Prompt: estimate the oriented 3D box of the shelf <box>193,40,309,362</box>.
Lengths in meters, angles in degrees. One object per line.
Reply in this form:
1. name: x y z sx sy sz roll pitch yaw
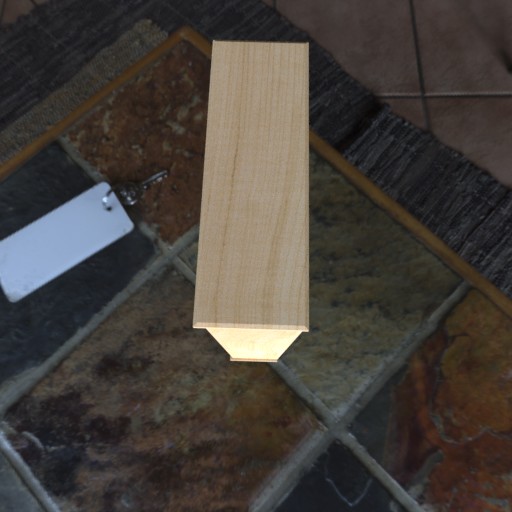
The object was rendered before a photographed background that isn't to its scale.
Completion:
1. shelf: 0.000 0.000 1.225 0.175 1.030 0.520 2 74 1
